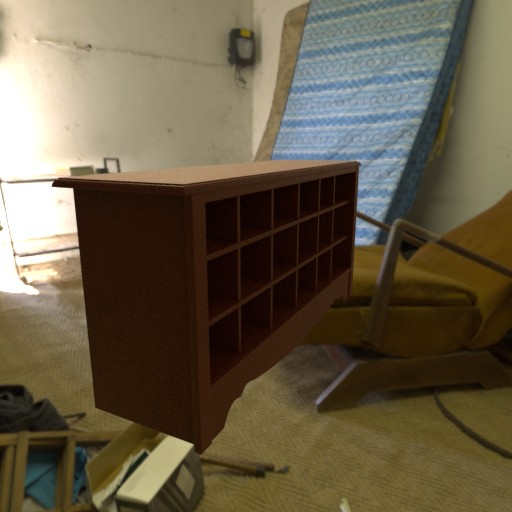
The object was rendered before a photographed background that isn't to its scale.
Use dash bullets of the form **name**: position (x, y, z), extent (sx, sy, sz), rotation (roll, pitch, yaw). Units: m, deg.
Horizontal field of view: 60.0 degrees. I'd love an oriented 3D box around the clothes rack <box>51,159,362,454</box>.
- **clothes rack**: position (0.000, 0.000, 1.502), extent (0.362, 0.594, 1.251), rotation (7, 16, 27)
